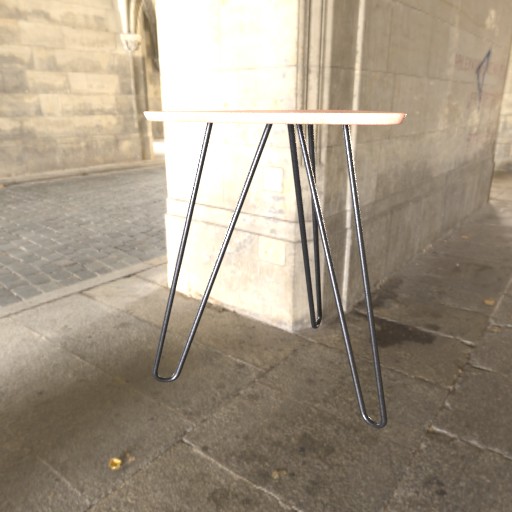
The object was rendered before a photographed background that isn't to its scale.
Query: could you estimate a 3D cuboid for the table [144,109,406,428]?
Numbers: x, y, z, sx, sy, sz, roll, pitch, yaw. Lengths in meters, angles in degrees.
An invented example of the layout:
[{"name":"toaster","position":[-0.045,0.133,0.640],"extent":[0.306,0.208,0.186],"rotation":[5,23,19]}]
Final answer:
[{"name":"table","position":[0.000,0.000,0.908],"extent":[0.455,0.564,0.442],"rotation":[-3,19,-7]}]
